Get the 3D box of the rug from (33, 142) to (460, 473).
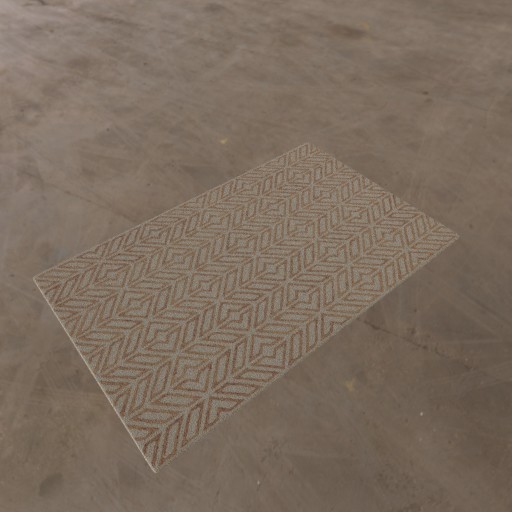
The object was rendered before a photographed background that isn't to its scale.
[{"bbox_3d":[0.000,0.000,2.948,2.438,0.008,1.523,-31,54,-26],"label":"rug"}]
